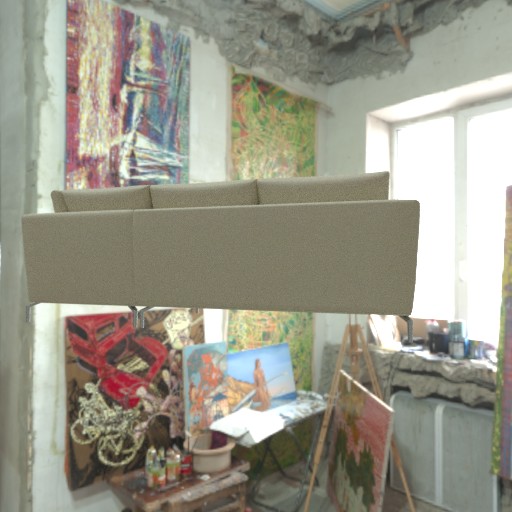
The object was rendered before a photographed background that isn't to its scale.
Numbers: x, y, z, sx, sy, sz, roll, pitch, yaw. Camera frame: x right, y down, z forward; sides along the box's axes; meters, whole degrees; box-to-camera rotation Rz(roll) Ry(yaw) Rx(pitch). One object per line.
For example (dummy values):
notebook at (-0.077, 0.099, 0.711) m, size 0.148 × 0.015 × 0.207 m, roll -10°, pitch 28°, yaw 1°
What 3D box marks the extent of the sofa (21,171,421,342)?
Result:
sofa at (0.000, 0.000, 3.626) m, size 2.430 × 0.867 × 2.448 m, roll 0°, pitch -1°, yaw 18°
